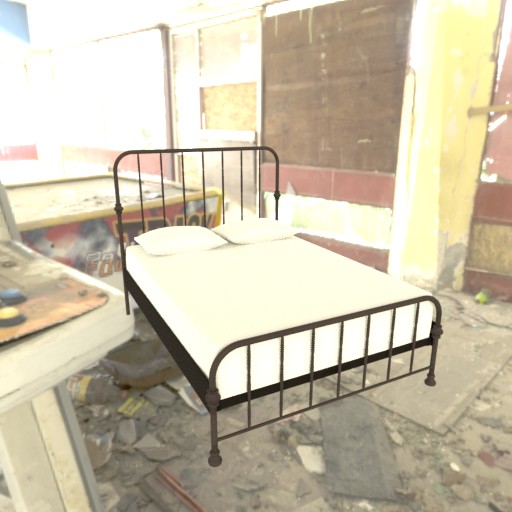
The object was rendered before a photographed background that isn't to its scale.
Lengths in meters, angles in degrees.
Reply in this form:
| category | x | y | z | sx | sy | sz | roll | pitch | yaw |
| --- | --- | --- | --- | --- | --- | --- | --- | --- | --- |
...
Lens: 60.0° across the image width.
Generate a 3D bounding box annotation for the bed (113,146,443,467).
| category | x | y | z | sx | sy | sz | roll | pitch | yaw |
| --- | --- | --- | --- | --- | --- | --- | --- | --- | --- |
| bed | 0.000 | 0.000 | 3.271 | 1.616 | 1.446 | 2.134 | -9 | 19 | -26 |
